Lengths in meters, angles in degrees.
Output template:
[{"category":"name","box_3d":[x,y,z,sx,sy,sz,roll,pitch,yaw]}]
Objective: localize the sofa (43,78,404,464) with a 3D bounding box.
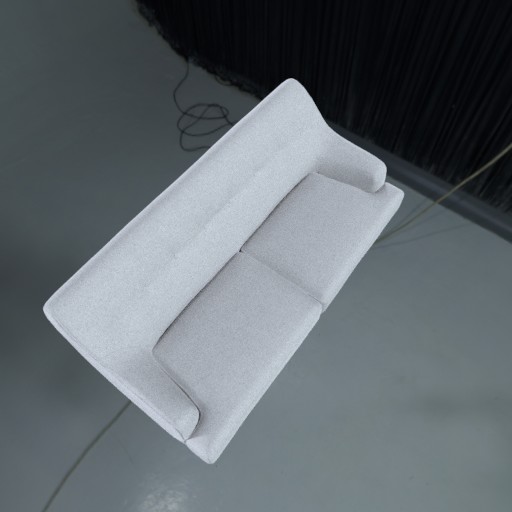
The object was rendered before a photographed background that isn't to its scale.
[{"category":"sofa","box_3d":[0.000,0.000,2.605,0.978,0.871,2.057,33,64,18]}]
